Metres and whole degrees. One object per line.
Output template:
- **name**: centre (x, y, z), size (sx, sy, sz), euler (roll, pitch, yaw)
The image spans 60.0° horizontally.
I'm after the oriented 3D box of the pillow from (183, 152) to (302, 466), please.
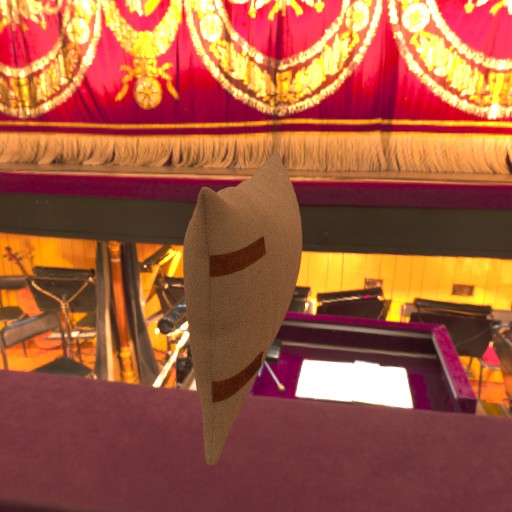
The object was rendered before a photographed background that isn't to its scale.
- **pillow**: centre (0.000, 0.000, 0.730), size (0.148, 0.308, 0.612), euler (3, 16, 9)
